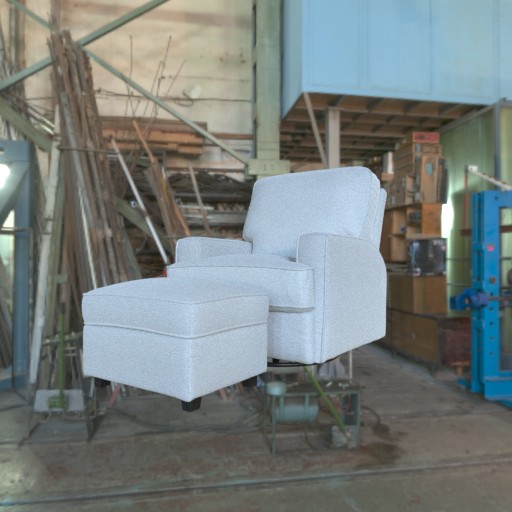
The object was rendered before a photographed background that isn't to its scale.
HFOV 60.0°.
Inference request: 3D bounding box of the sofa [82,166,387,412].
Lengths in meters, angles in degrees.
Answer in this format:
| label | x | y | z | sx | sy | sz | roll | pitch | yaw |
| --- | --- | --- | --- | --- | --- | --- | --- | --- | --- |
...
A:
| label | x | y | z | sx | sy | sz | roll | pitch | yaw |
| --- | --- | --- | --- | --- | --- | --- | --- | --- | --- |
| sofa | 0.000 | 0.000 | 2.053 | 0.861 | 0.959 | 1.472 | 0 | 0 | 35 |
